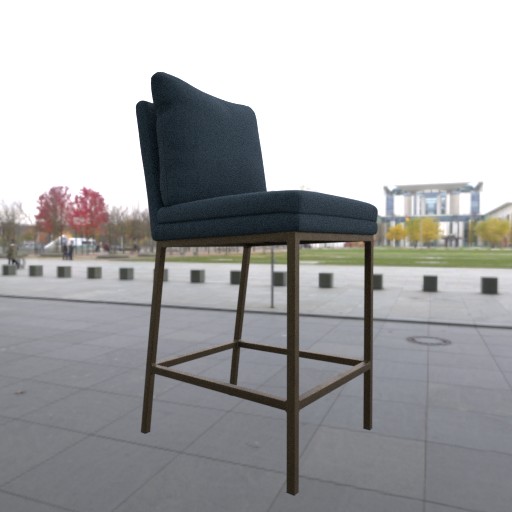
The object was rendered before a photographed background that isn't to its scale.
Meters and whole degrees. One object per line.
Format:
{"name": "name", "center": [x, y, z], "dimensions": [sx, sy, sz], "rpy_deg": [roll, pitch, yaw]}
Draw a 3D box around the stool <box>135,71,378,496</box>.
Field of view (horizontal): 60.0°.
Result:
{"name": "stool", "center": [0.000, 0.000, 1.294], "dimensions": [0.568, 1.032, 0.463], "rpy_deg": [1, 2, 37]}
